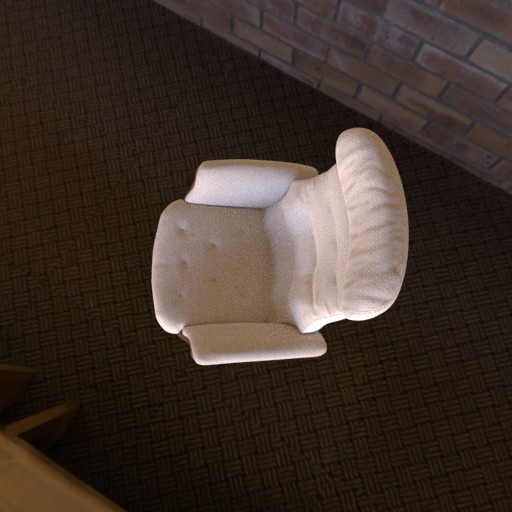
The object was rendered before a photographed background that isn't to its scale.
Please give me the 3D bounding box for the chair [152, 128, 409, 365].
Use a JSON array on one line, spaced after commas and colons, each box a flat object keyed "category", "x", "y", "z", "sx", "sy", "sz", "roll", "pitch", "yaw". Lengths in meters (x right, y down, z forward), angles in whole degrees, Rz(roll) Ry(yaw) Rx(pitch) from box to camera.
[{"category": "chair", "x": 0.000, "y": 0.000, "z": 1.650, "sx": 0.837, "sy": 0.995, "sz": 0.785, "roll": 0, "pitch": 77, "yaw": 0}]
